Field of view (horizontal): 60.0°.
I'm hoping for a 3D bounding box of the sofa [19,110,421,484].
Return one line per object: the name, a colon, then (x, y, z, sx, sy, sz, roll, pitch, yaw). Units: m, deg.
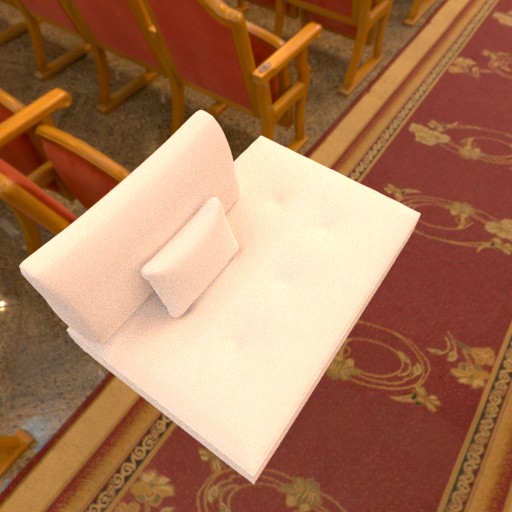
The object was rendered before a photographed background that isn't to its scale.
sofa: (0.000, 0.000, 1.970, 1.000, 0.820, 1.450, 31, 63, 18)
